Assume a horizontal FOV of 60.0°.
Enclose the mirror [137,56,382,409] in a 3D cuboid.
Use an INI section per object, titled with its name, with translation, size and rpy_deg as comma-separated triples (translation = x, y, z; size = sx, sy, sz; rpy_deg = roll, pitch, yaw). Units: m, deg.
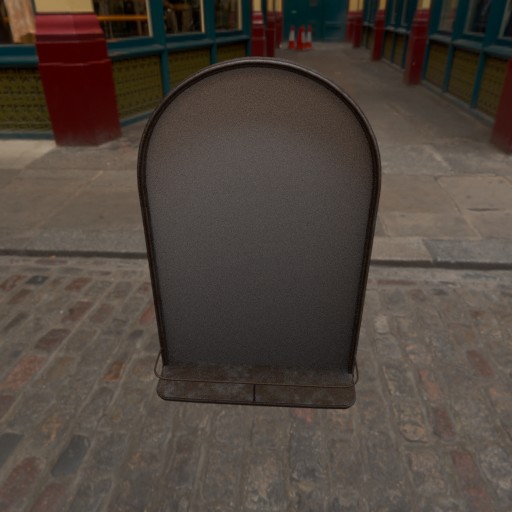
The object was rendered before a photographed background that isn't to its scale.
[mirror]
translation = 0.000, 0.000, 0.950
size = 0.510, 0.770, 0.137
rpy_deg = 2, 30, 3
